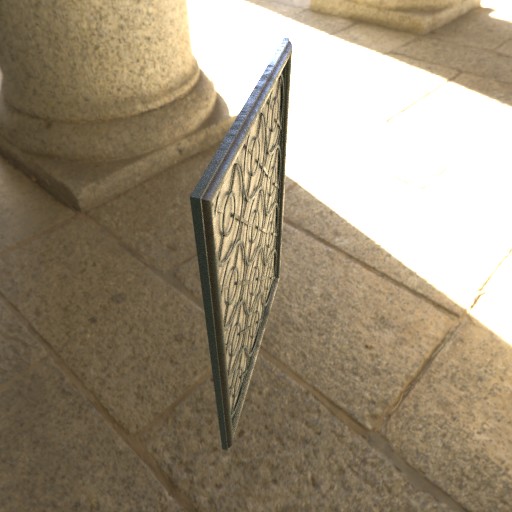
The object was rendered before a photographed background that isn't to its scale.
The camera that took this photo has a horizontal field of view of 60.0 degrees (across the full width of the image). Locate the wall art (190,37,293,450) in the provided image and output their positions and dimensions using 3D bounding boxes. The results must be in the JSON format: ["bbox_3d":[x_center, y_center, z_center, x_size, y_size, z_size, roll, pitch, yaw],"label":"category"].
[{"bbox_3d":[0.000,0.000,1.319,0.030,0.983,0.767,10,45,10],"label":"wall art"}]
